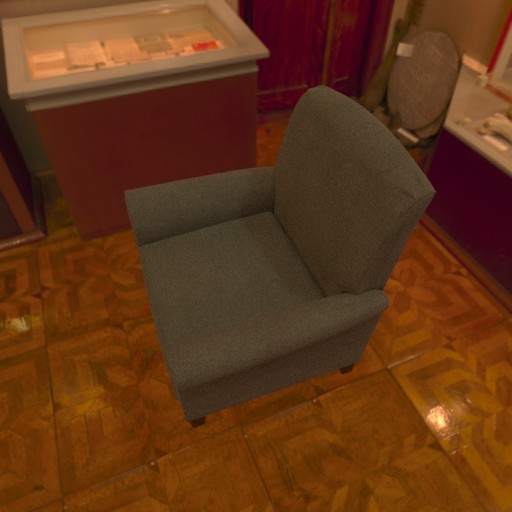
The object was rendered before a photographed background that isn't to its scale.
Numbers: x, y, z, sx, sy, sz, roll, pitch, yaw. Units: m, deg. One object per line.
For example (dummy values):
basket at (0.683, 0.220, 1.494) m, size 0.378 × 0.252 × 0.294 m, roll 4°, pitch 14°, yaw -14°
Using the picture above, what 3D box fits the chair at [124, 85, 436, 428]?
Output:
chair at (0.000, 0.000, 1.780) m, size 0.905 × 1.061 × 0.978 m, roll -15°, pitch 48°, yaw -14°
